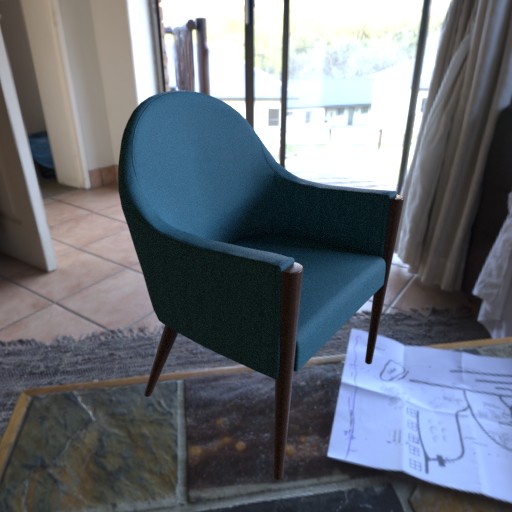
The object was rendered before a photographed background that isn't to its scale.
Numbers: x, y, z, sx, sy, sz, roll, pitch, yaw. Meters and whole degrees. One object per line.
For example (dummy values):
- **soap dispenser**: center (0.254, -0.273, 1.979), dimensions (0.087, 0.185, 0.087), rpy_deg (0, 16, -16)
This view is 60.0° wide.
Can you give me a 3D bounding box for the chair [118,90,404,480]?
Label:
- **chair**: center (0.000, 0.000, 1.338), dimensions (0.652, 0.907, 0.656), rpy_deg (18, 30, 33)
